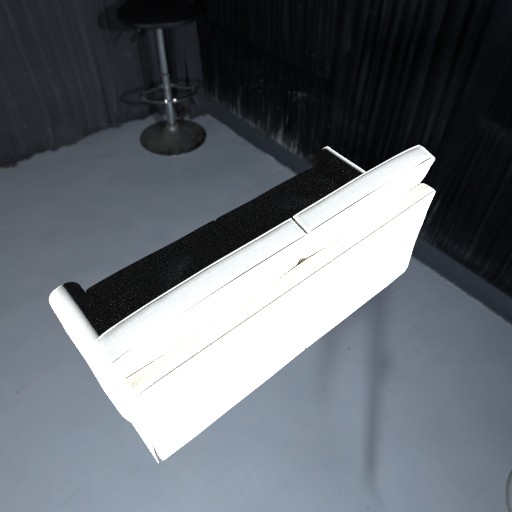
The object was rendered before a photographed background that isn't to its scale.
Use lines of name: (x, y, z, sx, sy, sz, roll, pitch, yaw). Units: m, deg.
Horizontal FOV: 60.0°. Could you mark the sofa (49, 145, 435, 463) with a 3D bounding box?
sofa: (0.000, 0.000, 2.453, 2.021, 0.937, 0.862, -32, 55, -26)
